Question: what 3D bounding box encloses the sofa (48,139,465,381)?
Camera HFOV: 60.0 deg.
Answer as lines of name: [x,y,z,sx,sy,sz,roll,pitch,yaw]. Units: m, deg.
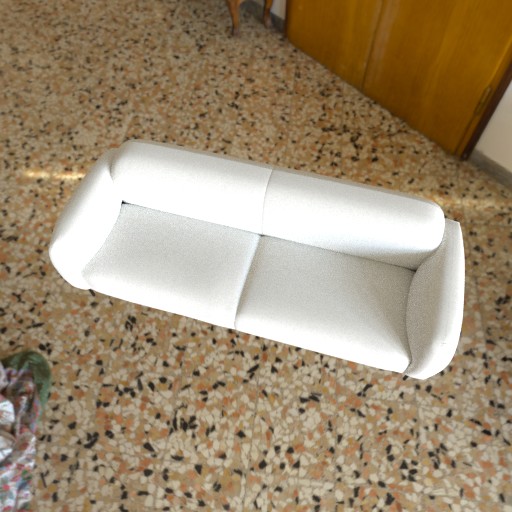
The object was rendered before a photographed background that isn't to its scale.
sofa: [0.000,0.000,2.621,2.257,0.780,0.880,14,58,9]
